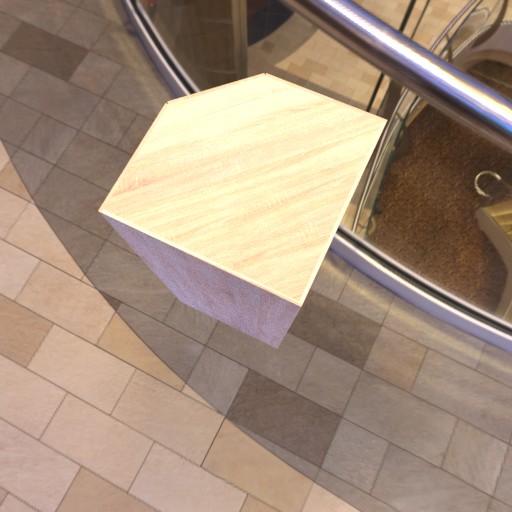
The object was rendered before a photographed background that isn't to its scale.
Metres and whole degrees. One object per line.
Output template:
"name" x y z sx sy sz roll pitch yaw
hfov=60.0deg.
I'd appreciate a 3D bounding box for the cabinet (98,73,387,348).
"cabinet" 0.000 0.000 2.913 1.327 2.120 1.094 -18 75 -5
